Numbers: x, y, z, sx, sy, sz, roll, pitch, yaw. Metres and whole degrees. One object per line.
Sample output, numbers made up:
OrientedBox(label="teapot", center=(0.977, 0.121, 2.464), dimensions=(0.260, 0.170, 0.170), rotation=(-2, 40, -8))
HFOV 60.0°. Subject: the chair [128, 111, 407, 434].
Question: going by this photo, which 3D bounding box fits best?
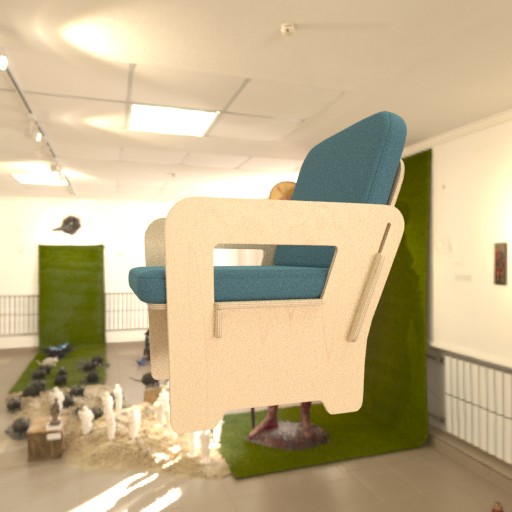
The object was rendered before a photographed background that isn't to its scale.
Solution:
OrientedBox(label="chair", center=(0.000, 0.000, 1.214), dimensions=(0.657, 0.747, 0.547), rotation=(0, 0, -19))
